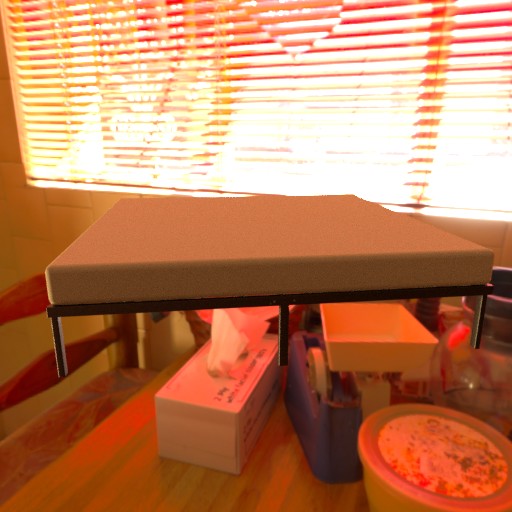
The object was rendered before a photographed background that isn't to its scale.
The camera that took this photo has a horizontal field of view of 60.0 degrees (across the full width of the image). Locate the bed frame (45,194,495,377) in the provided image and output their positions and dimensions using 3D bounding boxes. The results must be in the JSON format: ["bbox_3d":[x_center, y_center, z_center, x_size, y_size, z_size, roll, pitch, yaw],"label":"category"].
[{"bbox_3d":[0.000,0.000,3.791,2.635,0.680,2.526,-2,16,-7],"label":"bed frame"}]
